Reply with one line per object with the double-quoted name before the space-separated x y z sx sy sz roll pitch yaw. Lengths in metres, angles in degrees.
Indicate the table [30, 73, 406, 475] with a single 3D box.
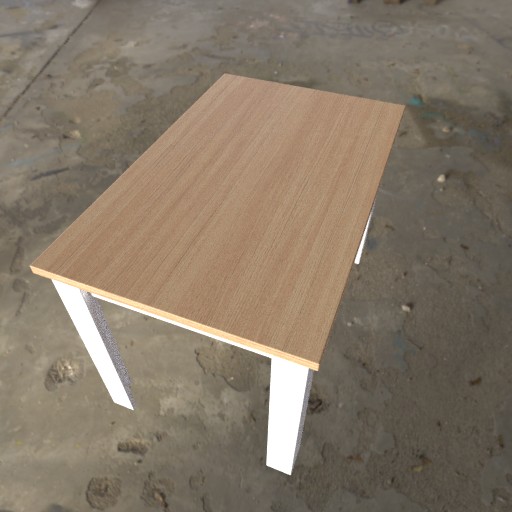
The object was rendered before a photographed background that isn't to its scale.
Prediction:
"table" 0.000 0.000 1.561 0.700 0.734 1.100 16 48 15
